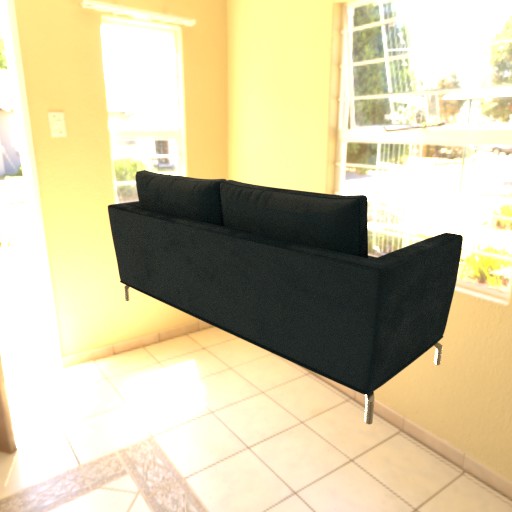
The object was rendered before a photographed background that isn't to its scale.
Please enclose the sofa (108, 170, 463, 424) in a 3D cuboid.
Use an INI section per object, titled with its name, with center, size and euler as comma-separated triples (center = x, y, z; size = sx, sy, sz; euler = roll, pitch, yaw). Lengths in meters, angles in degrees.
[sofa]
center = 0.000, 0.000, 2.813
size = 2.212, 0.998, 0.853
euler = 15, 22, 43
